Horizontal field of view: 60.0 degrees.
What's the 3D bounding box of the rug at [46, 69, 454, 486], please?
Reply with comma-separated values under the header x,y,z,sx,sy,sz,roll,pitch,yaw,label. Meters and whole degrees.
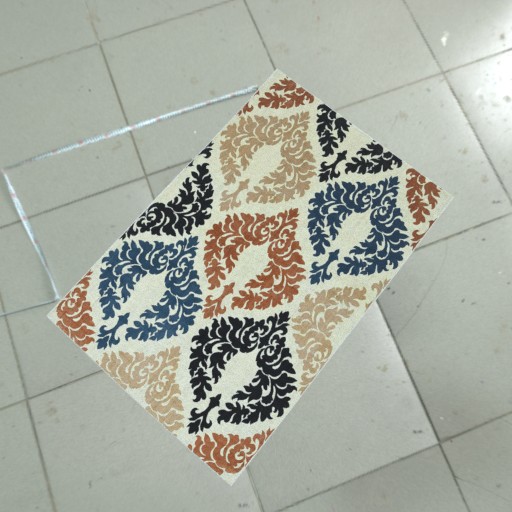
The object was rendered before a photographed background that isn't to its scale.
x,y,z,sx,sy,sz,roll,pitch,yaw,label
0.000,0.000,2.830,1.514,0.014,2.275,39,80,8,rug
